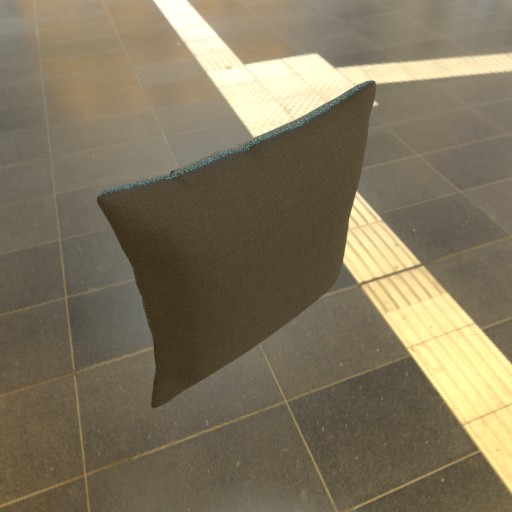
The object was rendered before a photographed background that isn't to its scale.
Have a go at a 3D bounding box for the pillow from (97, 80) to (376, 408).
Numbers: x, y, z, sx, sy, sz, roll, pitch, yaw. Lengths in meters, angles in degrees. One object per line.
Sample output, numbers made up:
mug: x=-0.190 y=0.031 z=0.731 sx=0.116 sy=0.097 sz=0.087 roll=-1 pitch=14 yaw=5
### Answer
pillow: x=0.000 y=0.000 z=0.665 sx=0.436 sy=0.430 sz=0.138 roll=-31 pitch=53 yaw=-27
